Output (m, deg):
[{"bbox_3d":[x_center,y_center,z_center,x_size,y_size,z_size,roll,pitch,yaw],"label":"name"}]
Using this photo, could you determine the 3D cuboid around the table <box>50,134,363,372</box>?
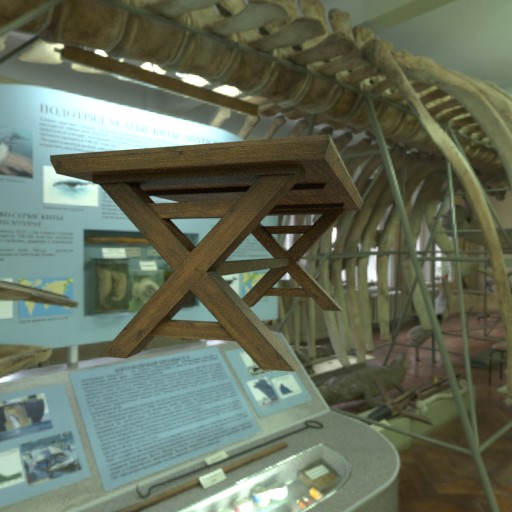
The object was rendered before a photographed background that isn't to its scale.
[{"bbox_3d":[0.000,0.000,2.500,1.071,0.793,1.966,0,1,17],"label":"table"}]
